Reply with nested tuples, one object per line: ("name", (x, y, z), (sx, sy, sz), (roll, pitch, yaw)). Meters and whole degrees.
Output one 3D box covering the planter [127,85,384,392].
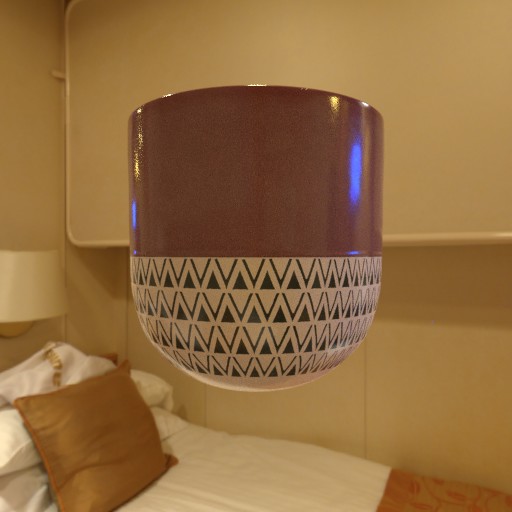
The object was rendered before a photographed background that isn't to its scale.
("planter", (0.000, 0.000, 0.479), (0.266, 0.270, 0.266), (0, 0, 0))
